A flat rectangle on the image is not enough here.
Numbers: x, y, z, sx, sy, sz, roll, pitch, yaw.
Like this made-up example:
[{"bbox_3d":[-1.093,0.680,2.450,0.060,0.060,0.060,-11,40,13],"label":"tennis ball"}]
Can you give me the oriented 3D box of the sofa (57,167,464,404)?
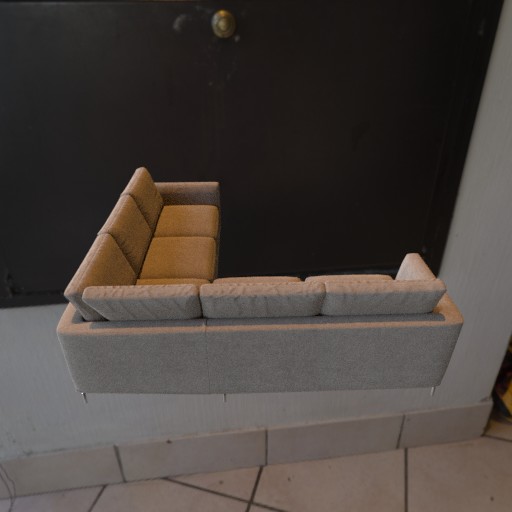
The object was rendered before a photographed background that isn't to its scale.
[{"bbox_3d":[0.000,0.000,3.712,2.438,0.864,2.438,-1,30,-2],"label":"sofa"}]
